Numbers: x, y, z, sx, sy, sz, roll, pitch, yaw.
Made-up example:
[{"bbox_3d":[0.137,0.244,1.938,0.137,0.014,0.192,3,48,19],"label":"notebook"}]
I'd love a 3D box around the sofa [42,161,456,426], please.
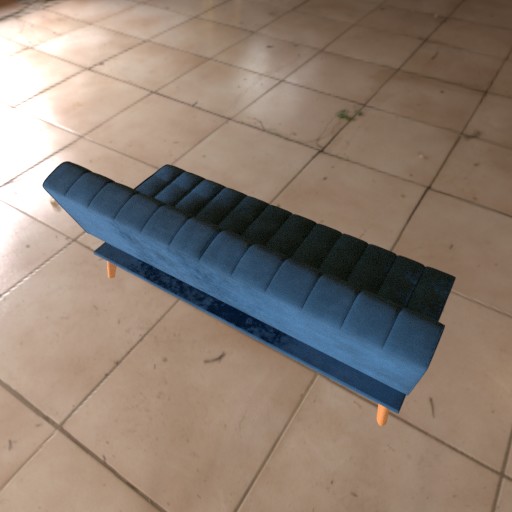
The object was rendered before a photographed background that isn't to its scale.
[{"bbox_3d":[0.000,0.000,2.240,1.804,0.813,0.855,24,51,21],"label":"sofa"}]
